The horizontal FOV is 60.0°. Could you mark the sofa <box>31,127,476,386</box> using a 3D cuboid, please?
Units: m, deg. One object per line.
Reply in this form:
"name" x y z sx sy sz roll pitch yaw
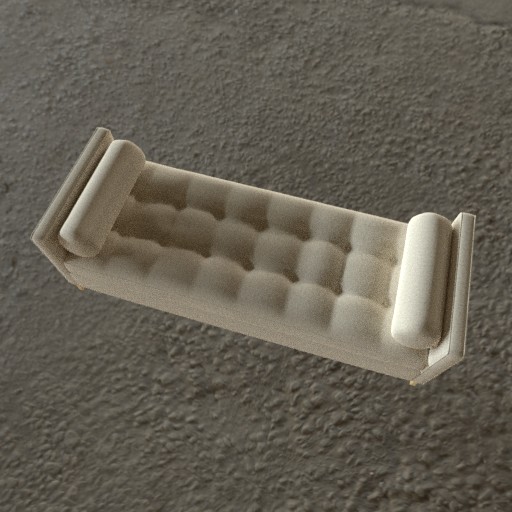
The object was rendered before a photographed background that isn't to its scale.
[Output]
"sofa" 0.000 0.000 2.336 1.985 0.641 0.746 15 63 8
